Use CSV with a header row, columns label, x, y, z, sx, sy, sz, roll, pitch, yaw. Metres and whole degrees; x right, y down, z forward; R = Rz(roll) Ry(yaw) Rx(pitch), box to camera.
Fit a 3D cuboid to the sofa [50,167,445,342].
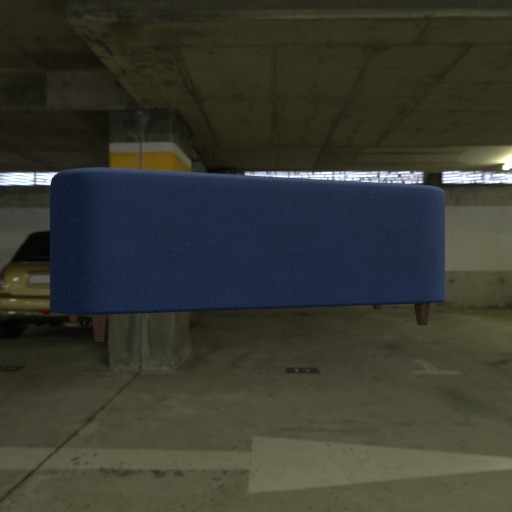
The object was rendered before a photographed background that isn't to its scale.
label,x,y,z,sx,sy,sz,roll,pitch,yaw
sofa,0.000,0.000,2.623,2.235,0.787,0.914,0,0,-16
